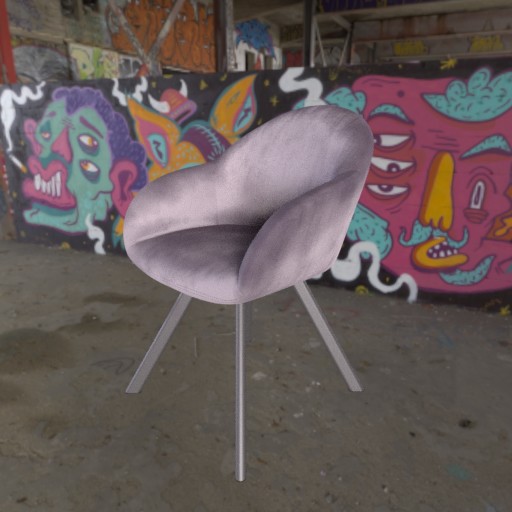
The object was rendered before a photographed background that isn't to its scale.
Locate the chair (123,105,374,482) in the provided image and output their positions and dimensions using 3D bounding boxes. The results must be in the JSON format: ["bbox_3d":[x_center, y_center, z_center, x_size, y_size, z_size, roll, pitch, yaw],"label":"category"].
[{"bbox_3d":[0.000,0.000,1.205,0.550,0.795,0.590,15,22,43],"label":"chair"}]
